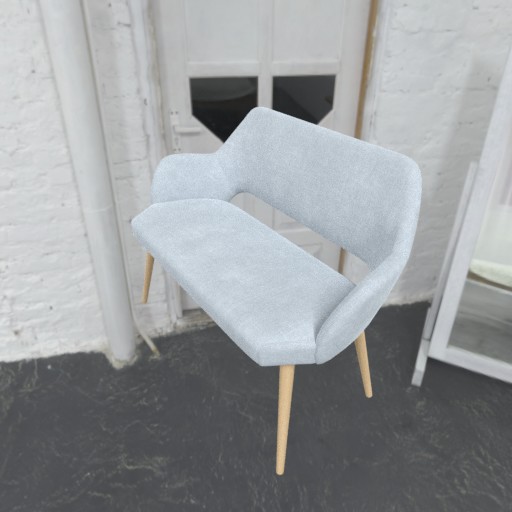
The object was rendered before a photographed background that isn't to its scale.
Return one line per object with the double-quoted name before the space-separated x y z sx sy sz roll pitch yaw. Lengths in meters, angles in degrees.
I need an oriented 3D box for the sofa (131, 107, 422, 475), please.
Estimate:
"sofa" 0.000 0.000 1.610 0.610 0.840 1.150 -21 38 -29
